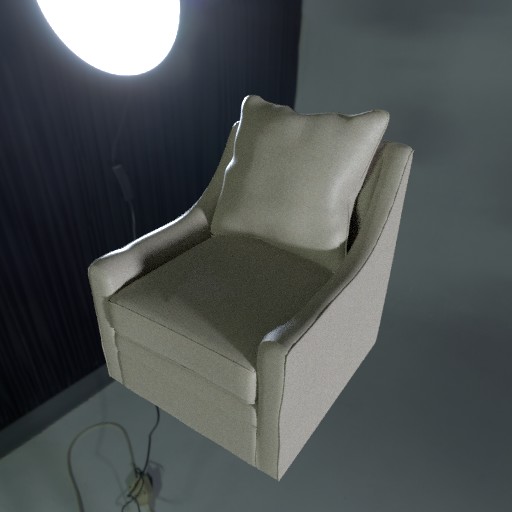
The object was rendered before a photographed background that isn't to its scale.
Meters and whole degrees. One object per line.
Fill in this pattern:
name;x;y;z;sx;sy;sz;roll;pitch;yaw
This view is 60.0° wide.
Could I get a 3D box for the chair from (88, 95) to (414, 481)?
chair;0.000;0.000;1.565;0.760;0.942;0.876;19;34;30
